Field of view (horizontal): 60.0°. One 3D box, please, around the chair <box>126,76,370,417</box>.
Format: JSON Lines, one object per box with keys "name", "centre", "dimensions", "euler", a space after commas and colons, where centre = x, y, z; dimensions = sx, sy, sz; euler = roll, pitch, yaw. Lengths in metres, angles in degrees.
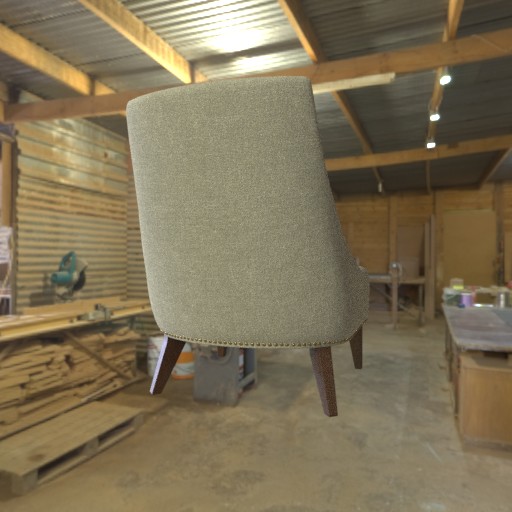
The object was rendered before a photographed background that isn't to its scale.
{"name": "chair", "centre": [0.000, 0.000, 1.533], "dimensions": [0.701, 0.909, 0.861], "euler": [0, 0, 20]}
